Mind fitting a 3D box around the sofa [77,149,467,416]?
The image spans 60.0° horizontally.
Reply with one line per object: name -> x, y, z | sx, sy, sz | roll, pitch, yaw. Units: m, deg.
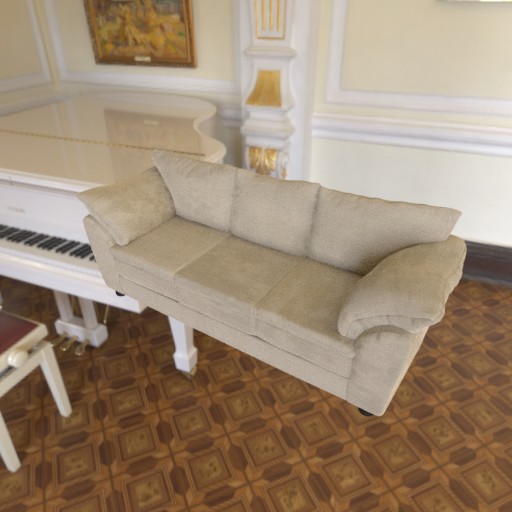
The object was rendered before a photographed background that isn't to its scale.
sofa -> 0.000, 0.000, 2.819 | 2.377, 0.981, 0.893 | 19, 35, 29
